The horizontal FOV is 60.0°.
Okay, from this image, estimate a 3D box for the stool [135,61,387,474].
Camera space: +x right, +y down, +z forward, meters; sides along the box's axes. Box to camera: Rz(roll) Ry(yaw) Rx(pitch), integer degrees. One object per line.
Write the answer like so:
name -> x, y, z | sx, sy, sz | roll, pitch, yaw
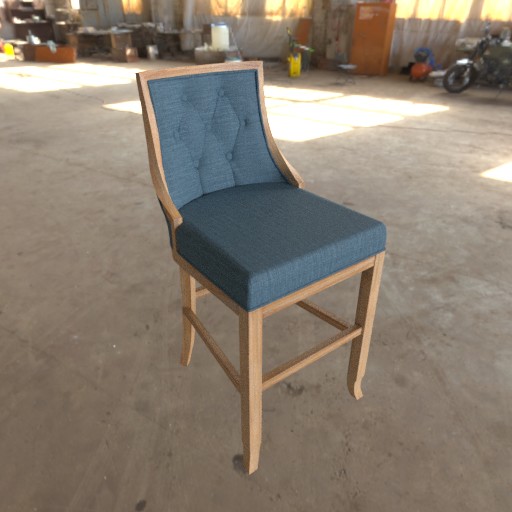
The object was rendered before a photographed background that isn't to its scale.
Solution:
stool -> 0.000, 0.000, 1.449 | 0.524, 1.101, 0.626 | -21, 36, -31
